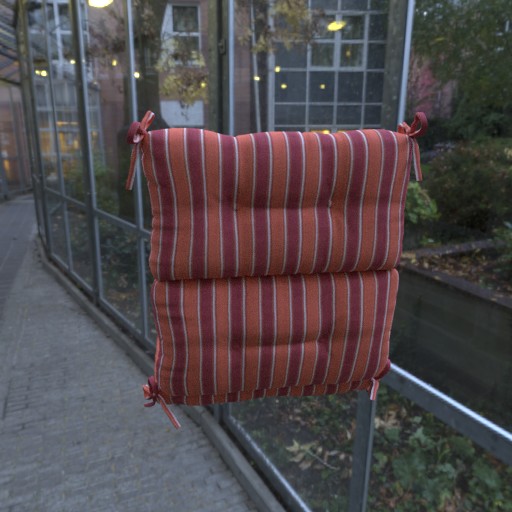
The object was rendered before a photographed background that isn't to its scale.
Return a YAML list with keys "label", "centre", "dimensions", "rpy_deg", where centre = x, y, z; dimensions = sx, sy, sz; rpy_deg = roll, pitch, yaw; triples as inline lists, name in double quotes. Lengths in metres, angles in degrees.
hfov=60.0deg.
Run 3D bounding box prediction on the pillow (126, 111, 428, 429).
- label: "pillow"
  centre: [0.000, 0.000, 1.016]
  dimensions: [0.519, 0.605, 0.571]
  rpy_deg: [-2, 15, -9]
